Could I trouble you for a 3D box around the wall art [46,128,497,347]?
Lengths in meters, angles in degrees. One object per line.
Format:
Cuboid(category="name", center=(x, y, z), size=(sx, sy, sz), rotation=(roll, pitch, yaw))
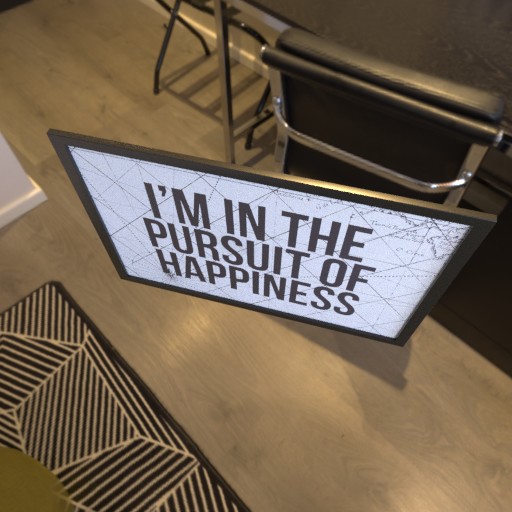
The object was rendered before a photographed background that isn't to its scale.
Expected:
Cuboid(category="wall art", center=(0.000, 0.000, 1.016), size=(0.819, 0.552, 0.015), rotation=(13, 58, 8))
